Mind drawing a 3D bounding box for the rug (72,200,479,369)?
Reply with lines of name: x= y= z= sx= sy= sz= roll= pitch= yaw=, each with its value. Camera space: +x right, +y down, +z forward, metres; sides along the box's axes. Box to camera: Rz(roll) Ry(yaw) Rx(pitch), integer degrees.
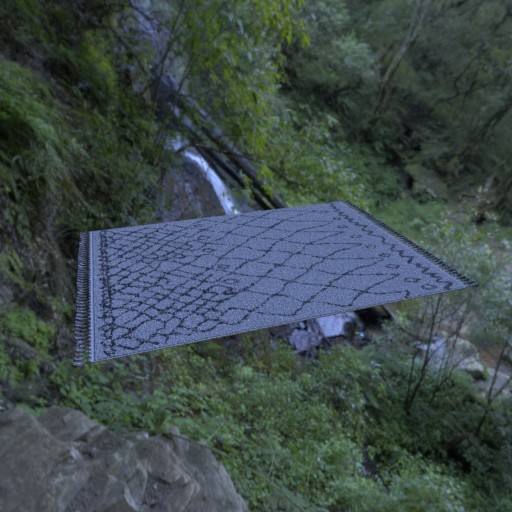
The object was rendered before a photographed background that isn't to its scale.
rug: x=0.000 y=0.000 z=3.036 sx=2.312 sy=0.017 sz=1.613 roll=-9 pitch=28 yaw=-17
